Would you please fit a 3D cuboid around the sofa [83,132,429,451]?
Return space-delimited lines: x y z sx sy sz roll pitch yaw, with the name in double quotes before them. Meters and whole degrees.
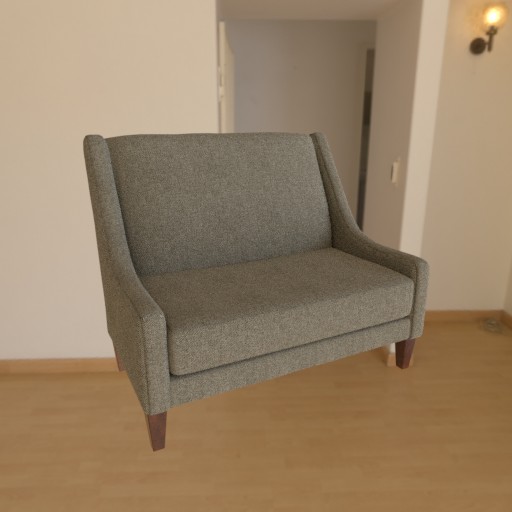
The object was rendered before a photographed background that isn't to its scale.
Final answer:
"sofa" 0.000 0.000 1.925 1.242 1.021 0.870 -8 19 -26
